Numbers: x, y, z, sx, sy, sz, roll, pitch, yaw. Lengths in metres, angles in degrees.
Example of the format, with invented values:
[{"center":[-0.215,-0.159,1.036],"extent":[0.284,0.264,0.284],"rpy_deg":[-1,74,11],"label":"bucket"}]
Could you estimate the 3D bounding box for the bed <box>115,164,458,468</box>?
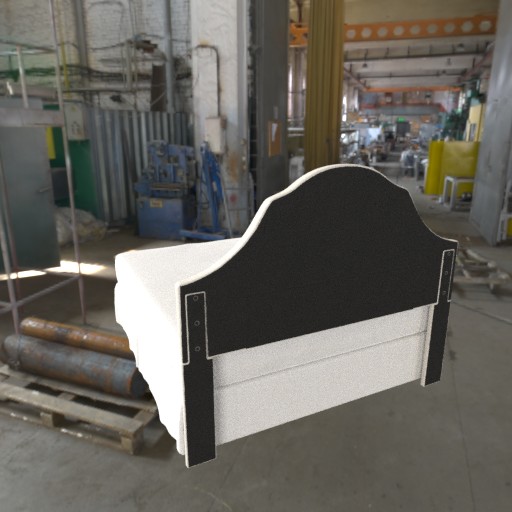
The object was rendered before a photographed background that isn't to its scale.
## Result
[{"center":[0.000,0.000,3.588],"extent":[2.008,1.615,2.214],"rpy_deg":[-8,18,-26],"label":"bed"}]
